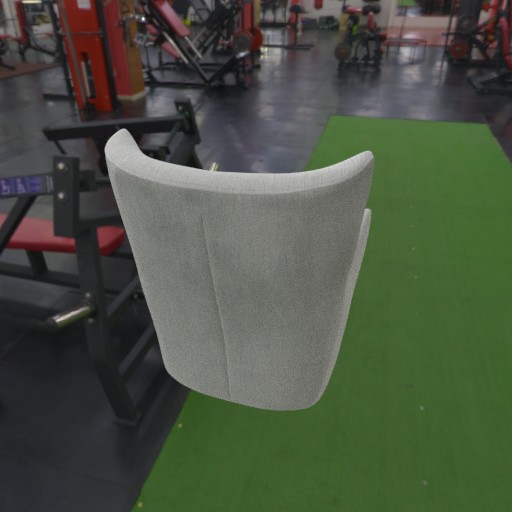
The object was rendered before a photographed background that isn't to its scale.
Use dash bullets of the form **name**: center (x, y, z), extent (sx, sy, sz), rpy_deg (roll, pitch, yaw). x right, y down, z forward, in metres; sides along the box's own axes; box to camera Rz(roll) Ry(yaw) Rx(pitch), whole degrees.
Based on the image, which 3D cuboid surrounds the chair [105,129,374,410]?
- **chair**: center (0.000, 0.000, 1.679), extent (0.779, 1.000, 0.904), rpy_deg (9, 33, 15)
